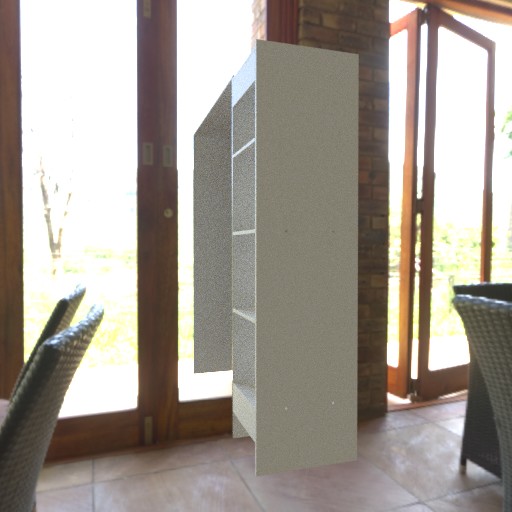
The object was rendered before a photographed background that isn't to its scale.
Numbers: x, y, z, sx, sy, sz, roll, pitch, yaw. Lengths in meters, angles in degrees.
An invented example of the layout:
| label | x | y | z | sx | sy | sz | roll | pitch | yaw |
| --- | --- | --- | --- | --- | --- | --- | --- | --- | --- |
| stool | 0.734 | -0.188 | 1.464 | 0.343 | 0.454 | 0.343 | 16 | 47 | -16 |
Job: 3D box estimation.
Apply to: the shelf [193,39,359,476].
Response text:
| label | x | y | z | sx | sy | sz | roll | pitch | yaw |
| --- | --- | --- | --- | --- | --- | --- | --- | --- | --- |
| shelf | 0.000 | 0.000 | 2.679 | 0.500 | 1.820 | 1.600 | 0 | 1 | -17 |
